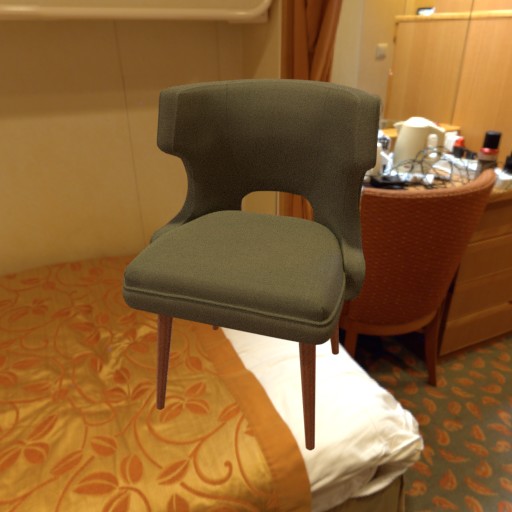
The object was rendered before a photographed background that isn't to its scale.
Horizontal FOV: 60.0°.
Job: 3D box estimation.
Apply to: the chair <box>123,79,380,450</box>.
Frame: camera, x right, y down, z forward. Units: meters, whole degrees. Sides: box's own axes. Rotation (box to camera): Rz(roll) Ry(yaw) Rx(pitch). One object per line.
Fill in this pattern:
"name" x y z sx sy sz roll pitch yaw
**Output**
"chair" 0.000 0.000 1.217 0.595 0.863 0.581 9 28 16
